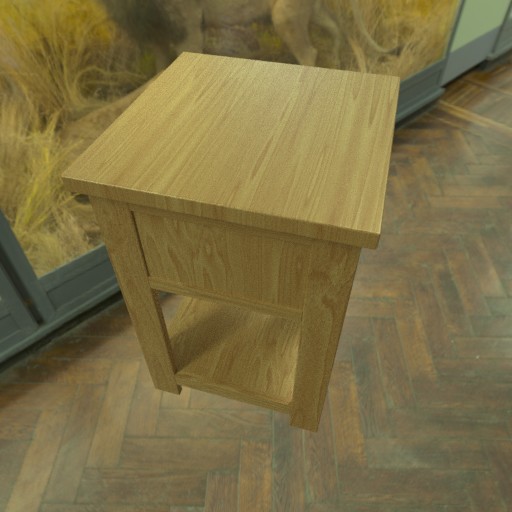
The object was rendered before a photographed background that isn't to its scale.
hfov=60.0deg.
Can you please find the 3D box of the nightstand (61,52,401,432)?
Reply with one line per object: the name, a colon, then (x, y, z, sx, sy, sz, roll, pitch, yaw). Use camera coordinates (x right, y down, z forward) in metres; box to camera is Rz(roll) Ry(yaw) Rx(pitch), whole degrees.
nightstand: (0.000, 0.000, 0.909, 0.418, 0.614, 0.428, 11, 47, 11)
